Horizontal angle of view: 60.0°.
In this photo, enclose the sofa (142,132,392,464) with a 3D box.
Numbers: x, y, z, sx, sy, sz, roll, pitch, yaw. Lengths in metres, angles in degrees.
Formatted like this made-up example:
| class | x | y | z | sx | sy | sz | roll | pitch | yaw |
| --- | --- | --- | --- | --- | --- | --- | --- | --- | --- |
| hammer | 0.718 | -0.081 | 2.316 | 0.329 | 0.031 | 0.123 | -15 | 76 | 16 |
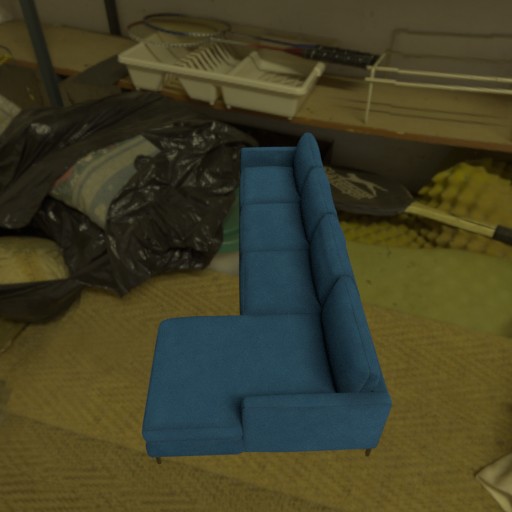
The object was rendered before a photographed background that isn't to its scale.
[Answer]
| class | x | y | z | sx | sy | sz | roll | pitch | yaw |
| --- | --- | --- | --- | --- | --- | --- | --- | --- | --- |
| sofa | 0.000 | 0.000 | 3.495 | 1.350 | 0.810 | 2.932 | -1 | 41 | -1 |
